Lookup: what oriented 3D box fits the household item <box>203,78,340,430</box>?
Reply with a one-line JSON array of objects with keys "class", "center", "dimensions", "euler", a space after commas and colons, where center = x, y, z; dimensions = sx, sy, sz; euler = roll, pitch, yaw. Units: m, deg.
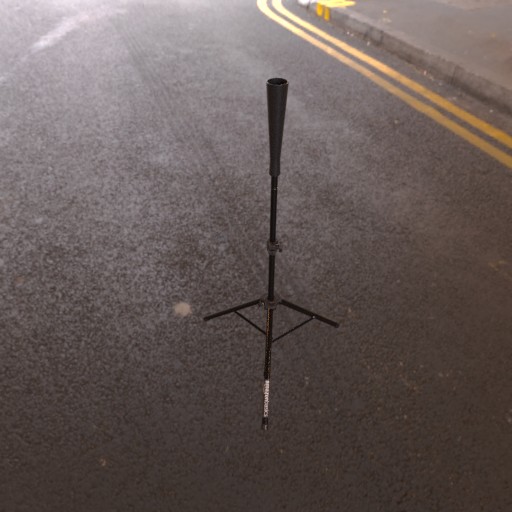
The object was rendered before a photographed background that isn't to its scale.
[{"class": "household item", "center": [0.000, 0.000, 1.400], "dimensions": [0.559, 1.067, 0.559], "euler": [13, 42, 14]}]
